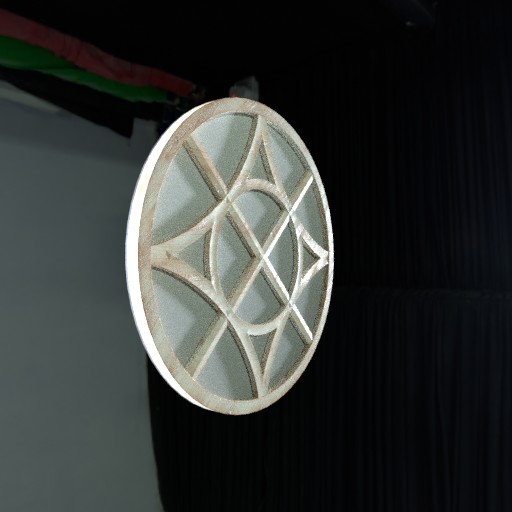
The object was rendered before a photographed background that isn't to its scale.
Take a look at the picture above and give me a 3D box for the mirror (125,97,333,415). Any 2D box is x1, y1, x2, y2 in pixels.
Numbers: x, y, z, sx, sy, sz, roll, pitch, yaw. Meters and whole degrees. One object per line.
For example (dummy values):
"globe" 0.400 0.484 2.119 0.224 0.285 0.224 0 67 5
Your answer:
"mirror" 0.000 0.000 1.044 0.038 0.710 0.710 0 -1 37
